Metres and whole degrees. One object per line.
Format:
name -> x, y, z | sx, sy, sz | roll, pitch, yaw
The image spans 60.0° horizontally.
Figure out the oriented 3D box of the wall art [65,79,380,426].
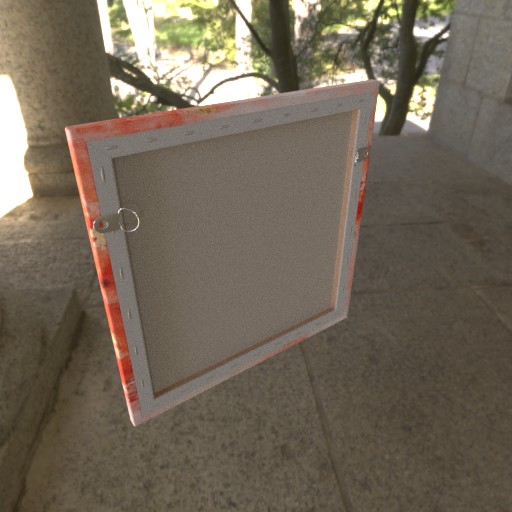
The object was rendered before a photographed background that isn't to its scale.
wall art -> 0.000, 0.000, 1.295 | 0.878, 0.878, 0.066 | -20, 37, -29
